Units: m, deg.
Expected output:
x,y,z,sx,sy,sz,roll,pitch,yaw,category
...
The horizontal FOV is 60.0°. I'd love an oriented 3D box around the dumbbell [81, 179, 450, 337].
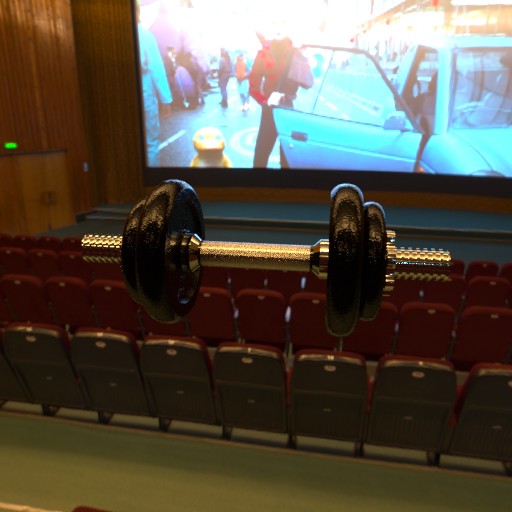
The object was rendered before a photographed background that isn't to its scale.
x,y,z,sx,sy,sz,roll,pitch,yaw,category
0.000,0.000,0.609,0.497,0.202,0.202,3,18,9,dumbbell
